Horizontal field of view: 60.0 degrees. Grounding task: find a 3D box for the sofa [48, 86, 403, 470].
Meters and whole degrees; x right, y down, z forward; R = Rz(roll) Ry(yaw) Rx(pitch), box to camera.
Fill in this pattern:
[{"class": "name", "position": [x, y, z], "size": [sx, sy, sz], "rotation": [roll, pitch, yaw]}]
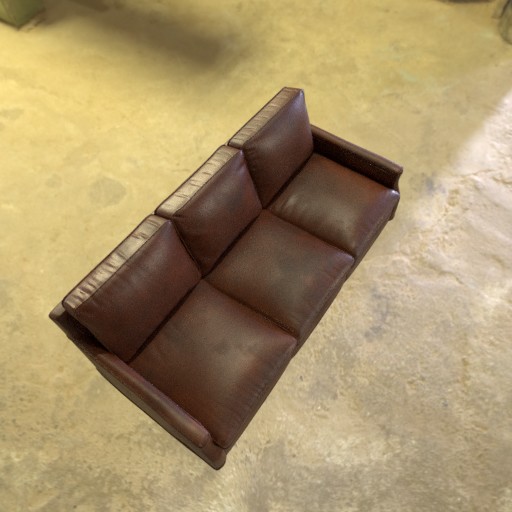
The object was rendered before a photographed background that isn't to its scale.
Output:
[{"class": "sofa", "position": [0.000, 0.000, 2.840], "size": [1.084, 1.003, 2.240], "rotation": [31, 63, 18]}]
